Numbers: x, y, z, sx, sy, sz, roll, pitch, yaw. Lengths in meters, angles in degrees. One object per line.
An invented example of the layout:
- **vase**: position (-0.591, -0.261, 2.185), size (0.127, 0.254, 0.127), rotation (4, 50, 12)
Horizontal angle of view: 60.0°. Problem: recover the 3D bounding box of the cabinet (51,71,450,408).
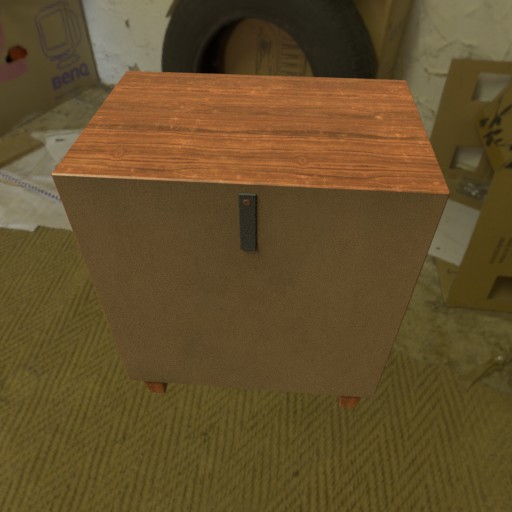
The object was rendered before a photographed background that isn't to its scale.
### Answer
- **cabinet**: position (0.000, 0.000, 1.054), size (0.607, 0.695, 0.410), rotation (3, 44, 3)
